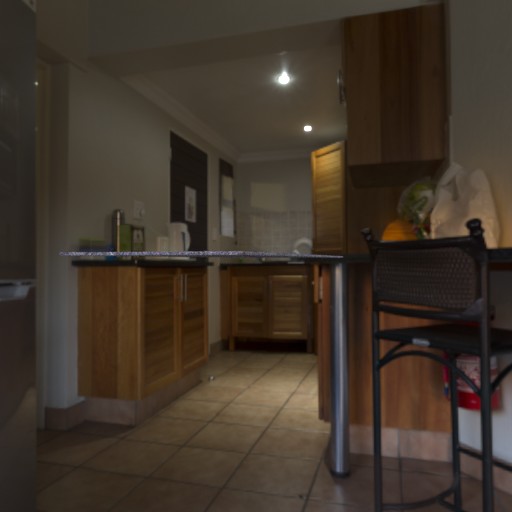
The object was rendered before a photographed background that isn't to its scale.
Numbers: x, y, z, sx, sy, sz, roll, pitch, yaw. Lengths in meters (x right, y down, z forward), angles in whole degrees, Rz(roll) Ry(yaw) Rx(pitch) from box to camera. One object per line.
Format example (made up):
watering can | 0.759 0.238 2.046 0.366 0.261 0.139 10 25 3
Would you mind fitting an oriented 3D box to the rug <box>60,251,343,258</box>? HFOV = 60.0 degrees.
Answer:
rug | 0.000 0.000 2.528 0.691 0.011 2.296 0 0 19
